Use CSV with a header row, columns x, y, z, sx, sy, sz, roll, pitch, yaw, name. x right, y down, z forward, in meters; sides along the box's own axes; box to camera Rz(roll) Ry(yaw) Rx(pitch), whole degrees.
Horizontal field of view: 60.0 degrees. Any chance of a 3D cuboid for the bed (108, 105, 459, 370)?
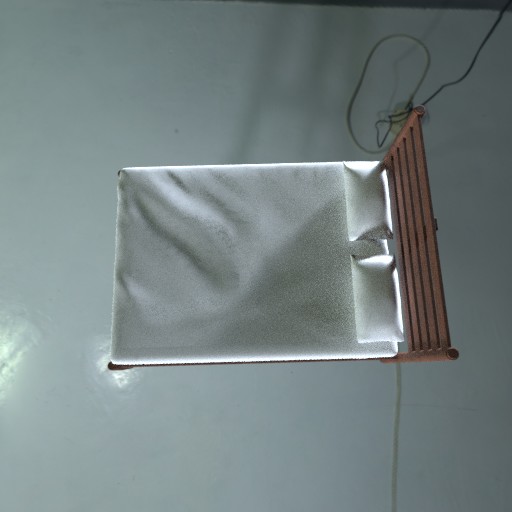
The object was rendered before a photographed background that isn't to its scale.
x,y,z,sx,sy,sz,roll,pitch,yaw,name
0.000,0.000,3.117,2.093,1.304,1.509,-2,76,0,bed
